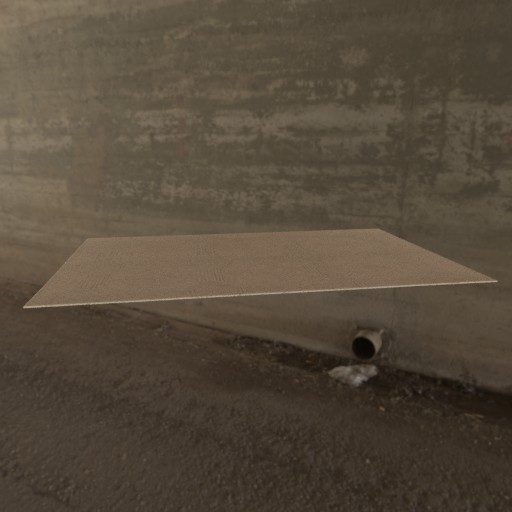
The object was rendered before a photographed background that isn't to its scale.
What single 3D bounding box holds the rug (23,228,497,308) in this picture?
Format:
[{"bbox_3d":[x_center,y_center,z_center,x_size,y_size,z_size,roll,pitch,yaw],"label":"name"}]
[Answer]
[{"bbox_3d":[0.000,0.000,2.970,2.440,0.008,1.524,-2,15,-9],"label":"rug"}]
